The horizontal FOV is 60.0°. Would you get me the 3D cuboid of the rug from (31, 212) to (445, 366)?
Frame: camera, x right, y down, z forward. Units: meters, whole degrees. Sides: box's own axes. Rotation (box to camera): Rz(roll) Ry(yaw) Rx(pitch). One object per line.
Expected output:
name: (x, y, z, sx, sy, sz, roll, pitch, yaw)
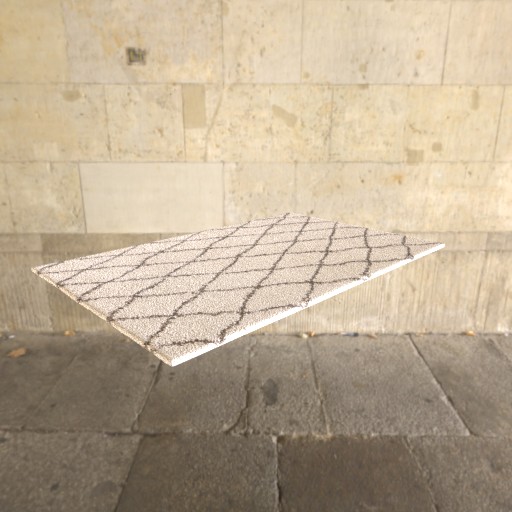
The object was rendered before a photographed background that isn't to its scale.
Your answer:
rug: (0.000, 0.000, 3.449, 2.743, 0.030, 1.778, -16, 24, -41)
